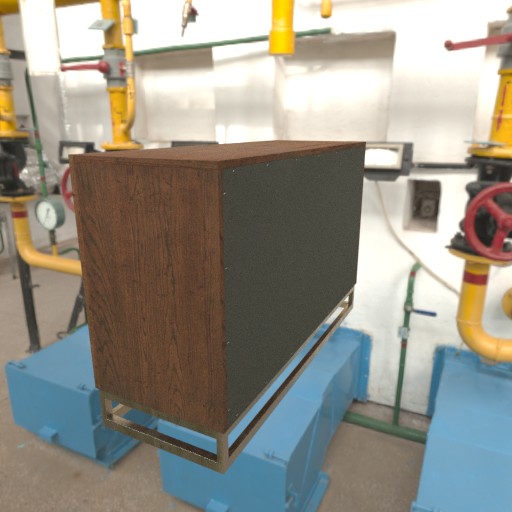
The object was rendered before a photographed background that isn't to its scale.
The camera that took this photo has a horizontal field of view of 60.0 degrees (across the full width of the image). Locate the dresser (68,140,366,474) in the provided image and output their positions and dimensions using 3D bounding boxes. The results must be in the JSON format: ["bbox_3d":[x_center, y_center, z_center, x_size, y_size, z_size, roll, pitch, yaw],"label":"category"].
[{"bbox_3d":[0.000,0.000,2.204,0.623,1.061,1.646,8,18,26],"label":"dresser"}]
